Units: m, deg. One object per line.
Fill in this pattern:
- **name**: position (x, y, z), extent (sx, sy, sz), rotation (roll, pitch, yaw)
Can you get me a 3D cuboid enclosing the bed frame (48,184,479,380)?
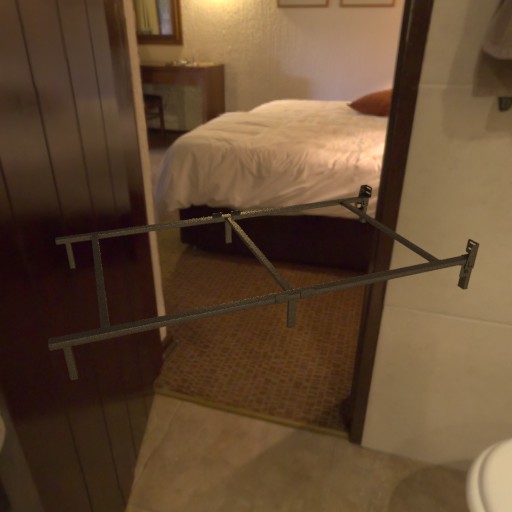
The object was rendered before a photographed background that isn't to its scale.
- **bed frame**: position (0.000, 0.000, 2.255), extent (1.897, 0.248, 0.968), rotation (-10, 29, -18)
